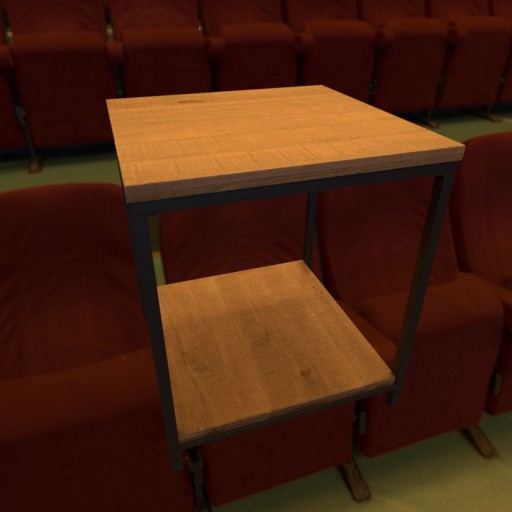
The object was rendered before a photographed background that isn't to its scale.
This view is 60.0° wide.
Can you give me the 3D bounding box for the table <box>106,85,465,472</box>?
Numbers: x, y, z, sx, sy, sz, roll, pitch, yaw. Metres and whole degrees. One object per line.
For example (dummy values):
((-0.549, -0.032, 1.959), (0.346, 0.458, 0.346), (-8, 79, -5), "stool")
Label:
((0.000, 0.000, 0.965), (0.507, 0.589, 0.503), (-10, 33, -16), "table")
